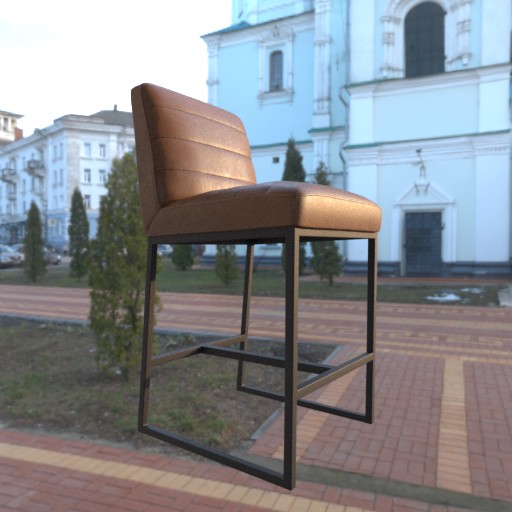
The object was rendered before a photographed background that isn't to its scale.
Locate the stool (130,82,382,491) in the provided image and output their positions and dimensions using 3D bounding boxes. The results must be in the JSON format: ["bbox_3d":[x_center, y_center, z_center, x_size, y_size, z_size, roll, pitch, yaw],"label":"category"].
[{"bbox_3d":[0.000,0.000,1.215,0.556,0.940,0.458,1,2,37],"label":"stool"}]
